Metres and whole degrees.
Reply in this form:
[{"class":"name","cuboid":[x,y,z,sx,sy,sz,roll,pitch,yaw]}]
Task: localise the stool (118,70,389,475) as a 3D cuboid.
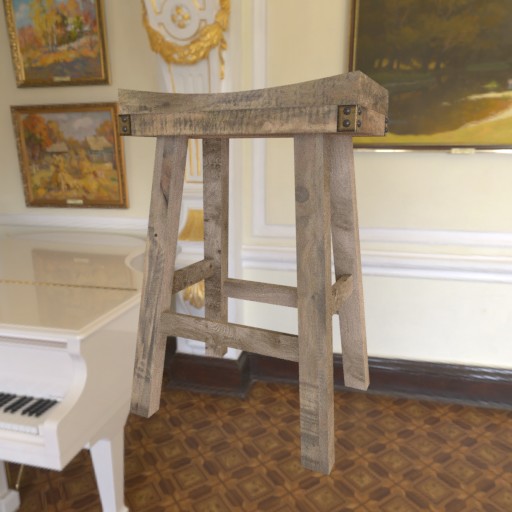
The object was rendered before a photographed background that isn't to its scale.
[{"class":"stool","cuboid":[0.000,0.000,0.897,0.450,0.635,0.330,6,15,25]}]
